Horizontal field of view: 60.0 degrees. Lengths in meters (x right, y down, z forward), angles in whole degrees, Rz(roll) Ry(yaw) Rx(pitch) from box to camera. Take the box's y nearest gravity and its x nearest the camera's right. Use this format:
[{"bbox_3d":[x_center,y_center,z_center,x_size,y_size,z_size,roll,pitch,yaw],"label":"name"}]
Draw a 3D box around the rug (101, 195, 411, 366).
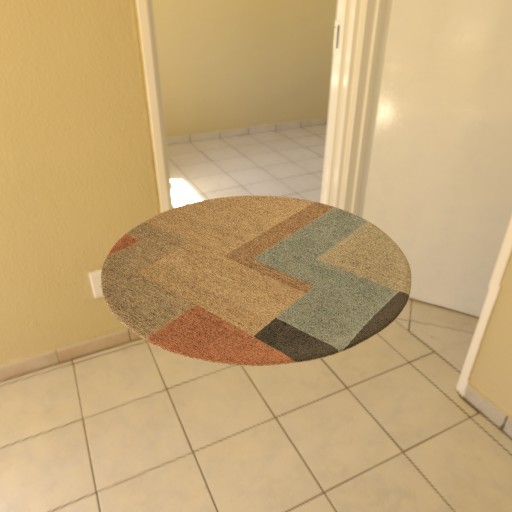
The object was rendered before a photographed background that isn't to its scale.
[{"bbox_3d":[0.000,0.000,3.655,2.461,0.033,2.461,0,31,0],"label":"rug"}]
